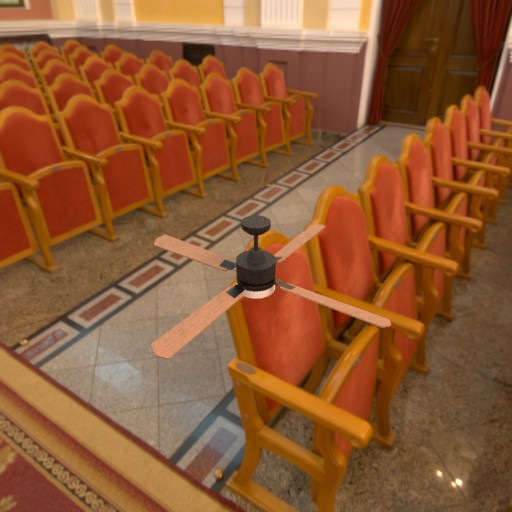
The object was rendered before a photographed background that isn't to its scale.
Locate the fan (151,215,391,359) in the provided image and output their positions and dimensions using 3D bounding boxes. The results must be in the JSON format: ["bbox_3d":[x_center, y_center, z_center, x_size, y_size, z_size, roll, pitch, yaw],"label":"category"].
[{"bbox_3d":[0.000,0.000,2.063,1.320,0.355,1.320,19,35,29],"label":"fan"}]
